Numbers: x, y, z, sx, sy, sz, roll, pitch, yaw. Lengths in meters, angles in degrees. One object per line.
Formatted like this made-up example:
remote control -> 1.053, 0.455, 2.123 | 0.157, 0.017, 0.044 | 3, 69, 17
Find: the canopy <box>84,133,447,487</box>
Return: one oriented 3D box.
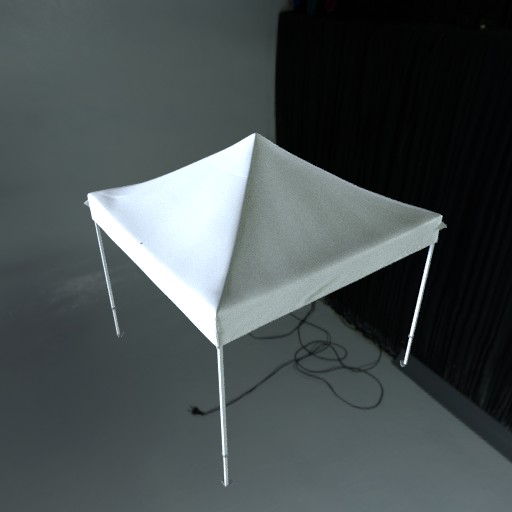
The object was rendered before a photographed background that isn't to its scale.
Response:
canopy -> 0.000, 0.000, 5.410 | 2.996, 2.998, 2.994 | -21, 37, -31
